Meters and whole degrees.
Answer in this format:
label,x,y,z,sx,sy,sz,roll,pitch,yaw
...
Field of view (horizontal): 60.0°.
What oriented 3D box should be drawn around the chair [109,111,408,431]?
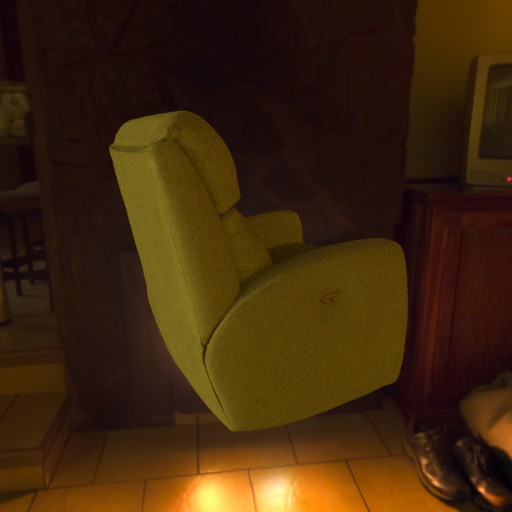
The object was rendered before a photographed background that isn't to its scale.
label,x,y,z,sx,sy,sz,roll,pitch,yaw
chair,0.000,0.000,1.687,0.940,1.016,0.794,-8,17,-26
